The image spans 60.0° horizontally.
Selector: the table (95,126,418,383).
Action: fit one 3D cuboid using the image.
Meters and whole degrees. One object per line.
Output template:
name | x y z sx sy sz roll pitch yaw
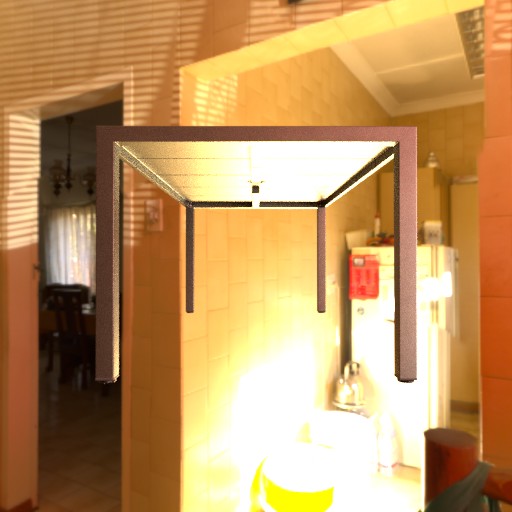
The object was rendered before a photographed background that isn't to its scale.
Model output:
table | 0.000 0.000 2.097 0.914 0.735 1.680 0 0 0
